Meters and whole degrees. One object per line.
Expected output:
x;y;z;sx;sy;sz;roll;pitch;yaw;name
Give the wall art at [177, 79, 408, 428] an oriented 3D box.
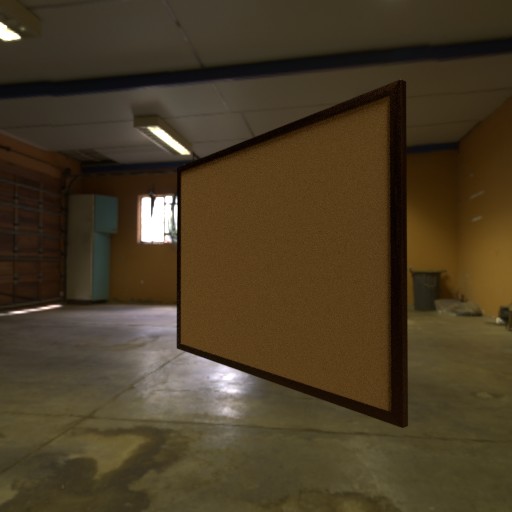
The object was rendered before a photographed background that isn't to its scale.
0.000;0.000;1.044;0.014;0.559;0.816;1;-1;-36;wall art
